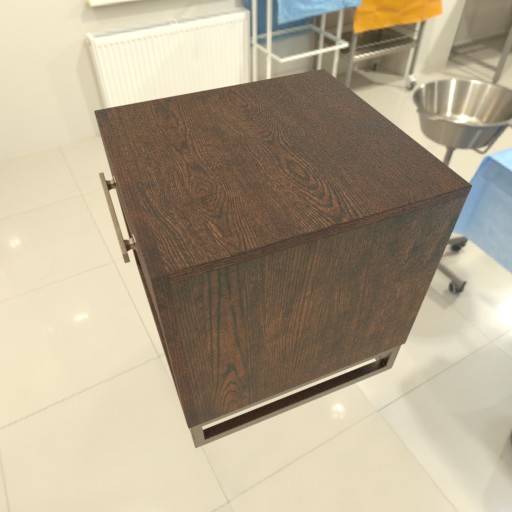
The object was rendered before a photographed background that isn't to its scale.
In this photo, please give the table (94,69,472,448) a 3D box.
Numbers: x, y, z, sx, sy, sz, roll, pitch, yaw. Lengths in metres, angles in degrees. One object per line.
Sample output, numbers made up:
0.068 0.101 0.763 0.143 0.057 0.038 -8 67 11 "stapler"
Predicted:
0.000 0.000 1.026 0.566 0.582 0.506 -17 48 -16 "table"
